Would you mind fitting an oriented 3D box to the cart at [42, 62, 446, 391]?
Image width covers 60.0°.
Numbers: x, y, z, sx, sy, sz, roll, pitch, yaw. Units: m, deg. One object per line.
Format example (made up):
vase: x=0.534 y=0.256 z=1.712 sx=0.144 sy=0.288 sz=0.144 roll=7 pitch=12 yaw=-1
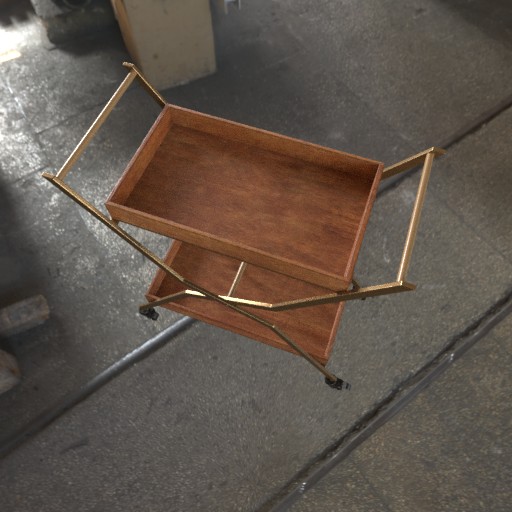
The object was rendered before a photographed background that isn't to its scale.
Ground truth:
cart: x=0.000 y=0.000 z=1.343 sx=0.836 sy=0.869 sz=0.405 roll=18 pitch=64 yaw=9
